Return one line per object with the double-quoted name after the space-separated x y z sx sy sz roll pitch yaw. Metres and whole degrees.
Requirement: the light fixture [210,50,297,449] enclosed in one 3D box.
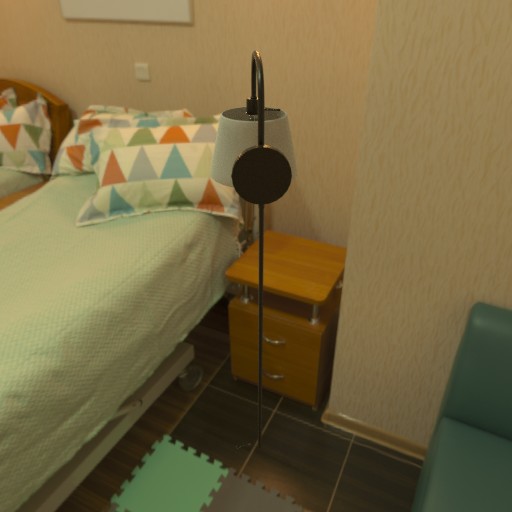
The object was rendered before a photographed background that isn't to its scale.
0.000 0.000 0.472 0.092 0.399 0.176 -1 31 -2 "light fixture"
